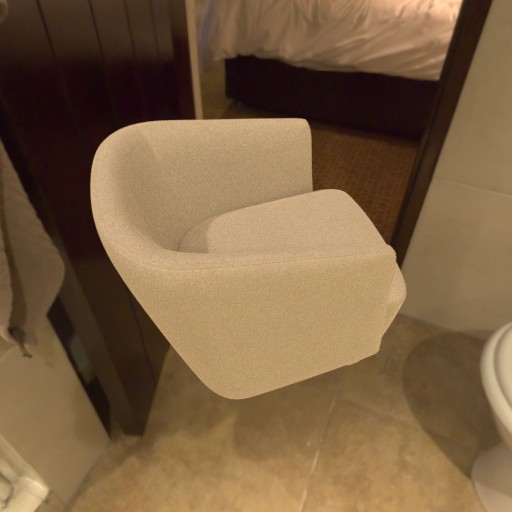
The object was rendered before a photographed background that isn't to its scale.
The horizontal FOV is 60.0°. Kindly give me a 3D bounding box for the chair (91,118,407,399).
[{"bbox_3d":[0.000,0.000,1.651,0.986,0.861,0.822,-10,46,-10],"label":"chair"}]
